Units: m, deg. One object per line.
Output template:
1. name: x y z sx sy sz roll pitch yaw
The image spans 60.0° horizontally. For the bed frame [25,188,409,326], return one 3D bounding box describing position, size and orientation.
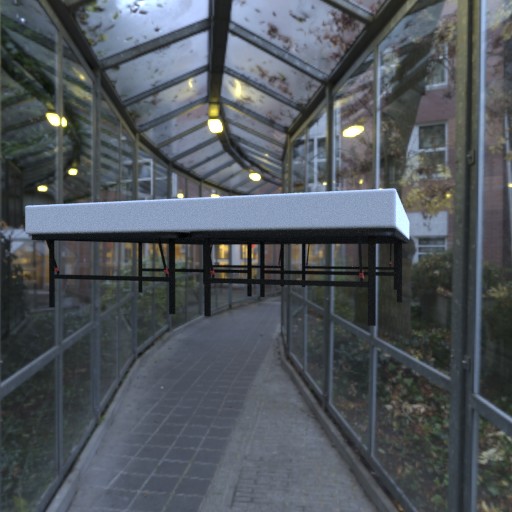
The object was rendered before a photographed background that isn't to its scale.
1. bed frame: 0.000 0.000 3.030 1.930 0.559 2.032 0 1 20
